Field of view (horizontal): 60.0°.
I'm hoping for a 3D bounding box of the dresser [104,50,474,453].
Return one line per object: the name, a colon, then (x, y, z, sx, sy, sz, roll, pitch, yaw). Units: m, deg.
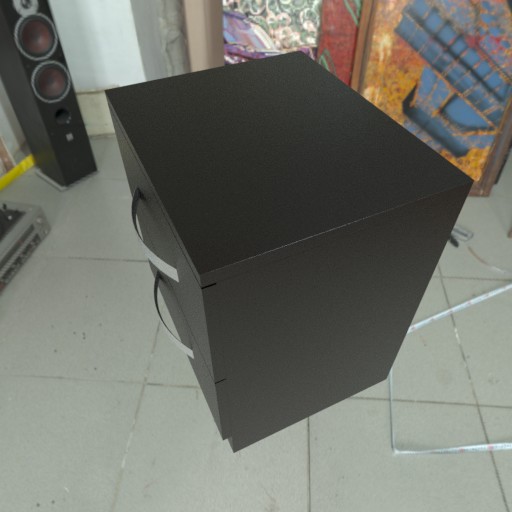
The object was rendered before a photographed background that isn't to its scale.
dresser: (0.000, 0.000, 0.746, 0.360, 0.470, 0.400, -19, 50, -17)
